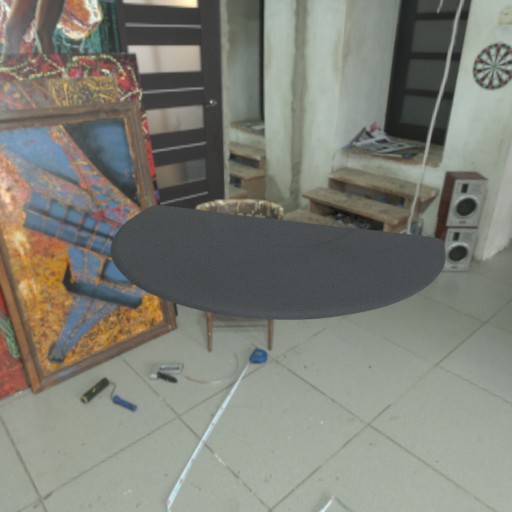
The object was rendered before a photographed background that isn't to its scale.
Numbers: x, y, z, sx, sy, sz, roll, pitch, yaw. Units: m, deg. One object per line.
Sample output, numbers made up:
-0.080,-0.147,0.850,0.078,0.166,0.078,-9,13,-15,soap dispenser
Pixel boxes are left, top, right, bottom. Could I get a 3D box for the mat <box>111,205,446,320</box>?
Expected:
0.000,0.000,1.875,1.525,0.016,0.917,8,27,17,mat
